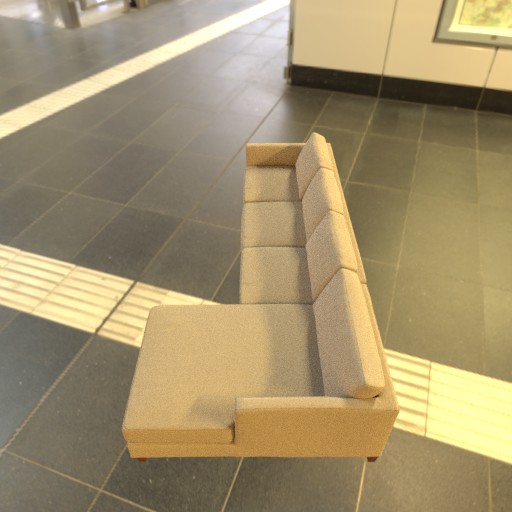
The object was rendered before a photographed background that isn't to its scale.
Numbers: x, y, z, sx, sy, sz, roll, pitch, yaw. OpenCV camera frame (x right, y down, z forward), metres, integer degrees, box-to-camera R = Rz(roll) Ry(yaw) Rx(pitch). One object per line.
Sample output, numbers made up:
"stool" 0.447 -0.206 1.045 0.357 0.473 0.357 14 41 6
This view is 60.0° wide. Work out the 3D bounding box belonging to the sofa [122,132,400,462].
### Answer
"sofa" 0.000 0.000 3.804 1.625 0.861 3.186 0 41 0
